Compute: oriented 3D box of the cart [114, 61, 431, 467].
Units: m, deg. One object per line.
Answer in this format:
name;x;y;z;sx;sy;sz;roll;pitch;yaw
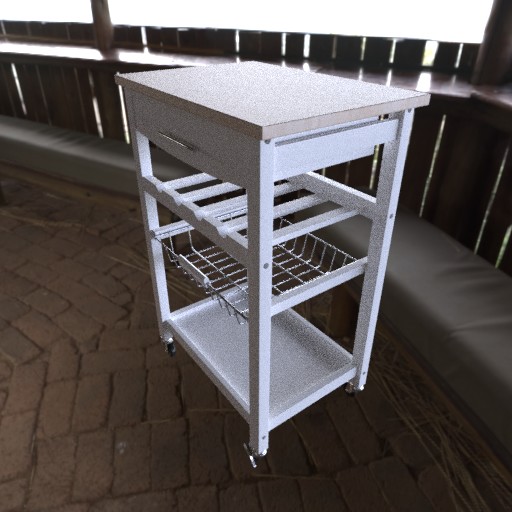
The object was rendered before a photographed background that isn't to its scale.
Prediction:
cart;0.000;0.000;1.165;0.406;0.857;0.578;-21;37;-31
